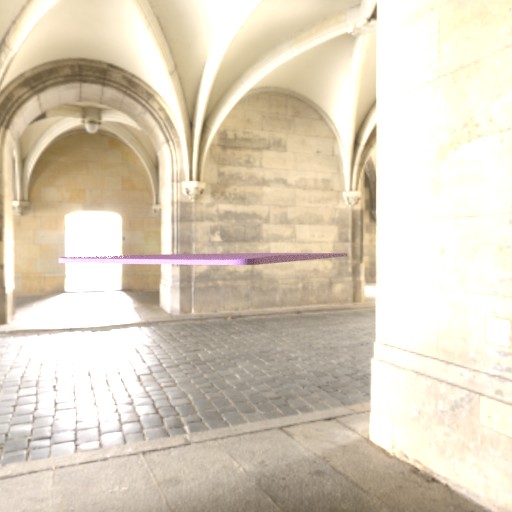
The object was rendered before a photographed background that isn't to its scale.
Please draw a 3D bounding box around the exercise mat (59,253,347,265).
[{"bbox_3d":[0.000,0.000,2.043,0.616,0.021,1.869,0,1,19],"label":"exercise mat"}]
